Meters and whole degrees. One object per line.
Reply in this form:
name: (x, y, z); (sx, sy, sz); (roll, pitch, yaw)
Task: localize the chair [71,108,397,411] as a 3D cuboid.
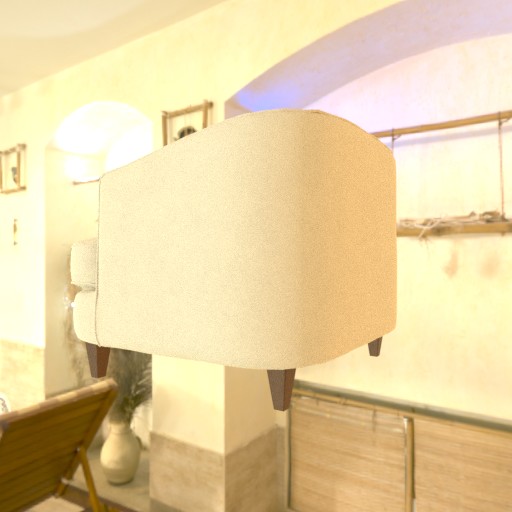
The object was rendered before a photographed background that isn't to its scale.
chair: (0.000, 0.000, 1.768); (0.941, 0.852, 1.104); (0, 0, 34)
